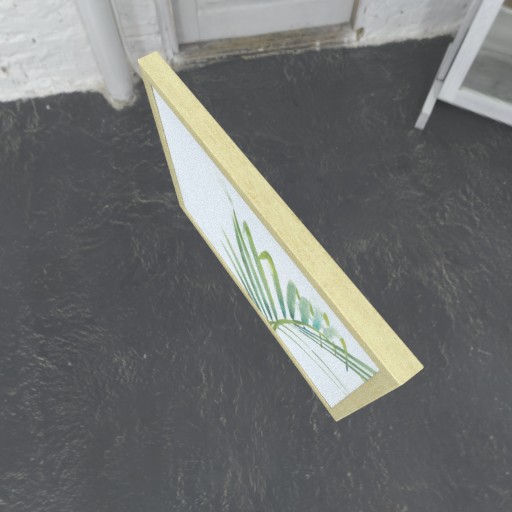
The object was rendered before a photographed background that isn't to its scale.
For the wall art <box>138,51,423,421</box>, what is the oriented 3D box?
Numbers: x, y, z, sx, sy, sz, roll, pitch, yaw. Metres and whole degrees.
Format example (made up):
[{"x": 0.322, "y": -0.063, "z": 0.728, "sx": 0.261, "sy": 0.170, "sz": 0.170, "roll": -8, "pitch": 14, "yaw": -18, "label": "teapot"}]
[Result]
[{"x": 0.000, "y": 0.000, "z": 0.695, "sx": 0.032, "sy": 0.381, "sz": 0.533, "roll": -32, "pitch": 69, "yaw": -14, "label": "wall art"}]
